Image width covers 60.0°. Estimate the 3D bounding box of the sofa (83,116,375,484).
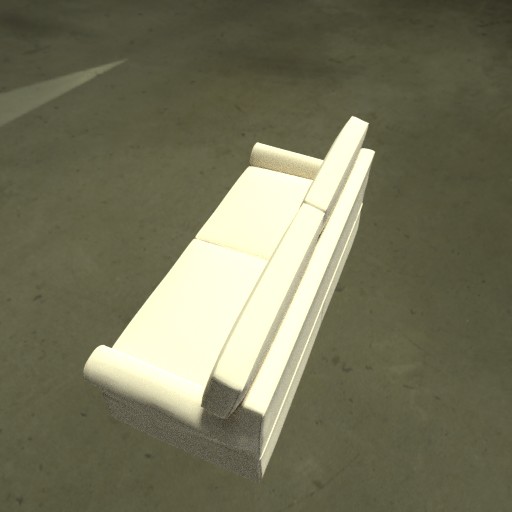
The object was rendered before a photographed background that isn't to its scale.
[{"bbox_3d":[0.000,0.000,2.502,0.862,0.937,2.021,17,48,16],"label":"sofa"}]
